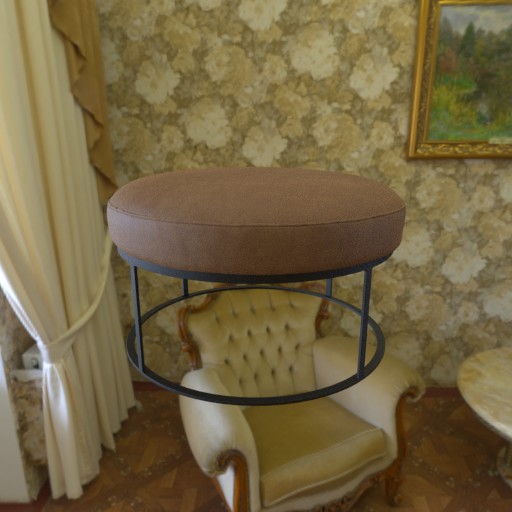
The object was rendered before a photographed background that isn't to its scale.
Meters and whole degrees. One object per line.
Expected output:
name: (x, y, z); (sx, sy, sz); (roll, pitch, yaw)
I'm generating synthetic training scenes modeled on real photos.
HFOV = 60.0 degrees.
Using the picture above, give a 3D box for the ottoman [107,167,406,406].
ottoman: (0.000, 0.000, 1.244); (0.771, 0.460, 0.771); (0, 16, 0)
